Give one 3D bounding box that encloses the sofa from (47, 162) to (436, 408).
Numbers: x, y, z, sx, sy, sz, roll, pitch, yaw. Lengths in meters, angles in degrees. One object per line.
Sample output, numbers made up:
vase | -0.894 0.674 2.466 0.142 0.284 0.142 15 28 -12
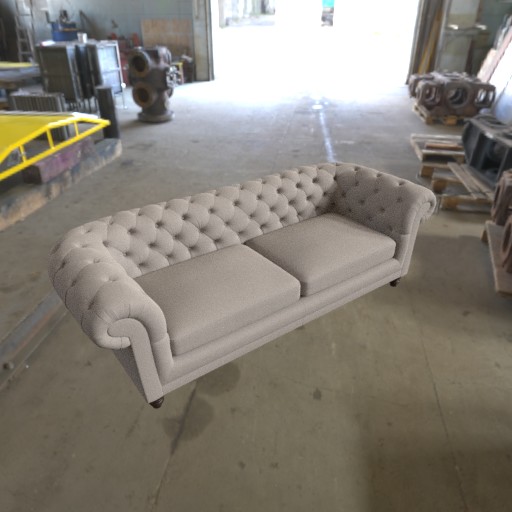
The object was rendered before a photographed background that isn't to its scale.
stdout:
sofa | 0.000 0.000 2.874 2.411 0.749 0.991 -20 35 -31
